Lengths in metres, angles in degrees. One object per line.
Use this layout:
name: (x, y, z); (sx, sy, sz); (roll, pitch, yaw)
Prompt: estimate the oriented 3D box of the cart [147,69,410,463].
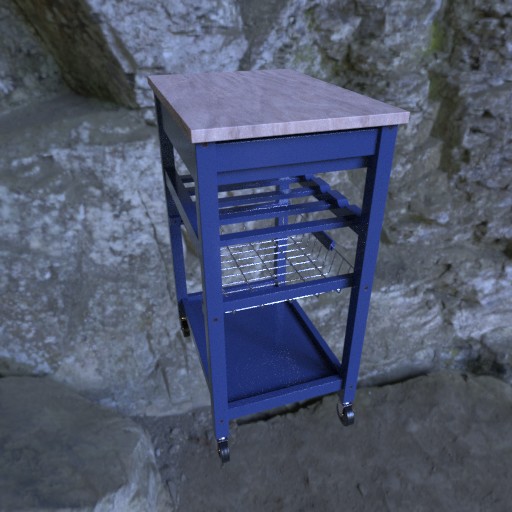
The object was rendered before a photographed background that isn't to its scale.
cart: (0.000, 0.000, 1.183); (0.403, 0.839, 0.584); (-10, 32, -16)
